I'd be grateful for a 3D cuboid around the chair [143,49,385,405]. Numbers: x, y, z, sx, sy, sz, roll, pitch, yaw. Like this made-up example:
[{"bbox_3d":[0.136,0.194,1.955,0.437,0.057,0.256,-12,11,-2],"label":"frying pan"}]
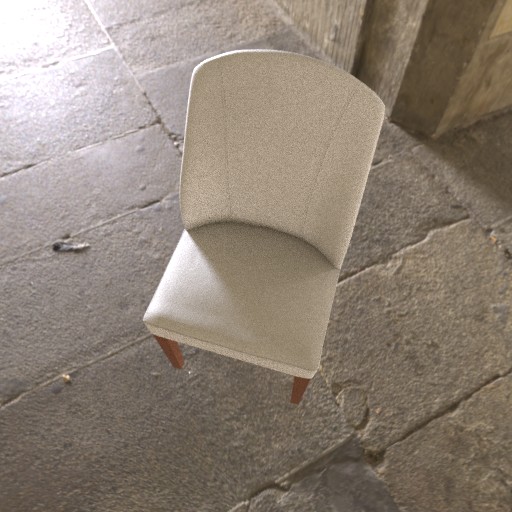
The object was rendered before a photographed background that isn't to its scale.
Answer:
[{"bbox_3d":[0.000,0.000,1.223,0.472,0.893,0.540,14,60,9],"label":"chair"}]
